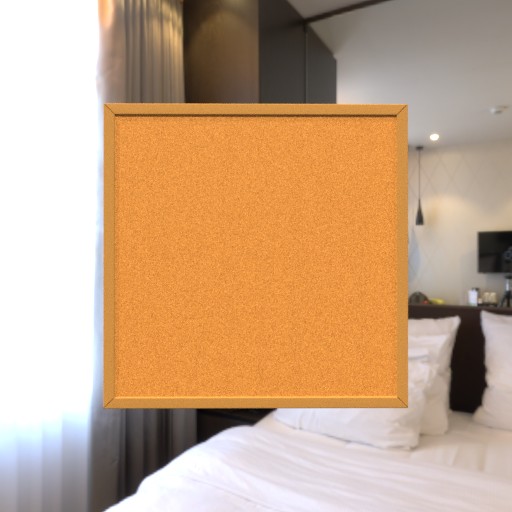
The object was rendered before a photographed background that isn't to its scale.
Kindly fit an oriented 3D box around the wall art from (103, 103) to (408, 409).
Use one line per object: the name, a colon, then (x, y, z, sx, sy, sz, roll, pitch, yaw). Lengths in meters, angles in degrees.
wall art: (0.000, 0.000, 1.126, 0.761, 0.761, 0.037, 0, 0, 0)
